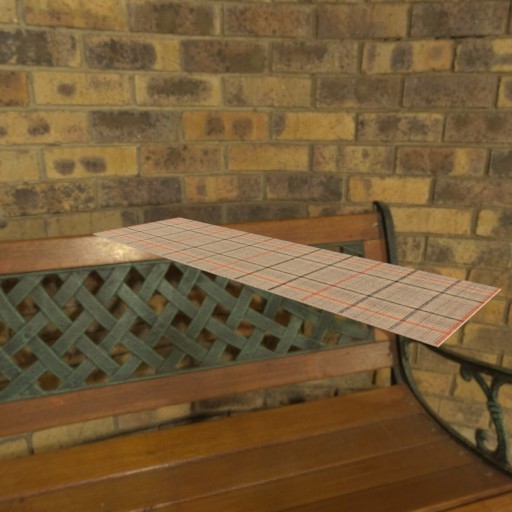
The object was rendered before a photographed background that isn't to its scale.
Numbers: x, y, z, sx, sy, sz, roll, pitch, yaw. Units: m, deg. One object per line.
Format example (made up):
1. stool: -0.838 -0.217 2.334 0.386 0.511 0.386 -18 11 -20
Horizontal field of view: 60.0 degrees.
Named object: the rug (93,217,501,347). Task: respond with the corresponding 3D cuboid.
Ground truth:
1. rug: 0.000 0.000 2.613 2.439 0.008 0.762 15 22 41
